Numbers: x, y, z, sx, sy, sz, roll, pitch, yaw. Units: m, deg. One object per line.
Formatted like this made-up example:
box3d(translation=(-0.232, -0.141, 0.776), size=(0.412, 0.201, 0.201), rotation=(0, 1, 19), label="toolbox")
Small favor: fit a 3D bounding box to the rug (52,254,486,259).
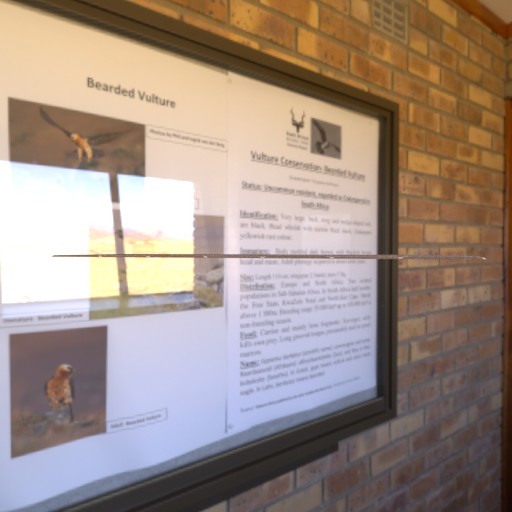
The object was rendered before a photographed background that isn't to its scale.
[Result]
box3d(translation=(0.000, 0.000, 2.771), size=(2.464, 0.012, 0.773), rotation=(0, 1, 18), label="rug")
